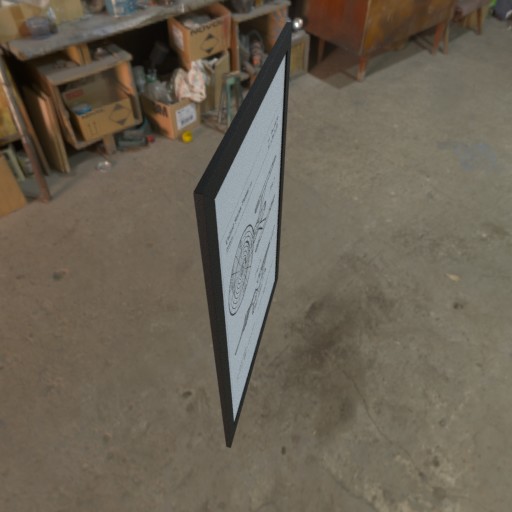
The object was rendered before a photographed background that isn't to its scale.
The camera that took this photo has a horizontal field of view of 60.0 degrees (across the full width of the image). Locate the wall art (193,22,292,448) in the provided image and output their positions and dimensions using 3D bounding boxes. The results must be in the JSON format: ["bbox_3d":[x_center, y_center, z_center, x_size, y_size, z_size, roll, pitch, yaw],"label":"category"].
[{"bbox_3d":[0.000,0.000,0.664,0.008,0.530,0.379,10,47,9],"label":"wall art"}]
